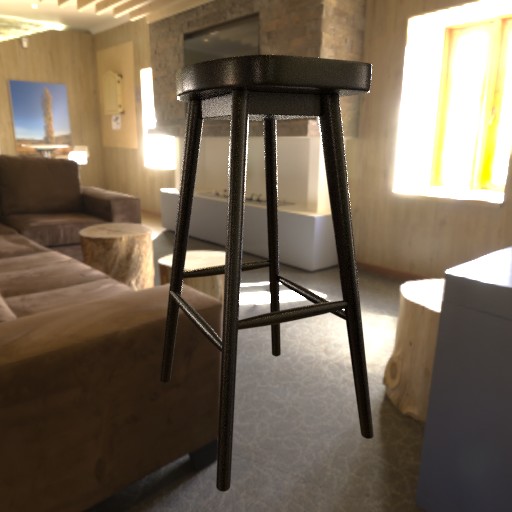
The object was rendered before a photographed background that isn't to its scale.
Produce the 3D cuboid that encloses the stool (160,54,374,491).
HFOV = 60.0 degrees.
[{"bbox_3d":[0.000,0.000,0.972,0.361,0.749,0.440,-7,16,-25],"label":"stool"}]
